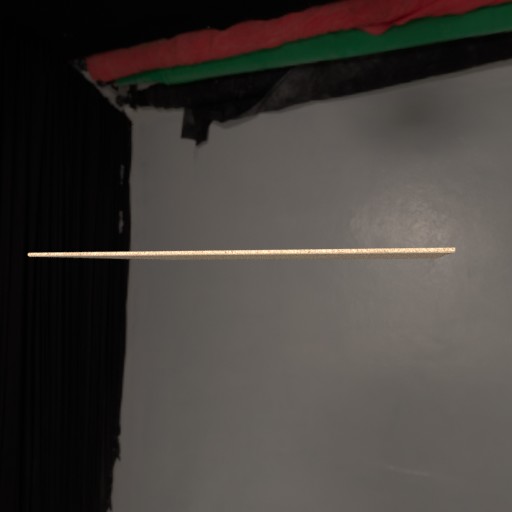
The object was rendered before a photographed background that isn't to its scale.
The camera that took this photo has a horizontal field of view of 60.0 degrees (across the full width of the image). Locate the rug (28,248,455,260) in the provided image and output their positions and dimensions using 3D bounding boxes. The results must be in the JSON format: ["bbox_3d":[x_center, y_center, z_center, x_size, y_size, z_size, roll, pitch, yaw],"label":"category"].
[{"bbox_3d":[0.000,0.000,3.451,2.699,0.025,1.800,0,-1,20],"label":"rug"}]
